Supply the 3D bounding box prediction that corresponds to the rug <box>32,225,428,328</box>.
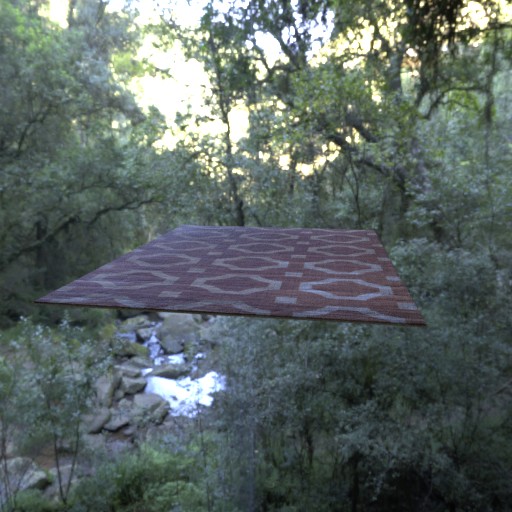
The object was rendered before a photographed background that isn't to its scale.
[{"bbox_3d":[0.000,0.000,4.158,2.466,0.021,3.049,2,14,9],"label":"rug"}]
